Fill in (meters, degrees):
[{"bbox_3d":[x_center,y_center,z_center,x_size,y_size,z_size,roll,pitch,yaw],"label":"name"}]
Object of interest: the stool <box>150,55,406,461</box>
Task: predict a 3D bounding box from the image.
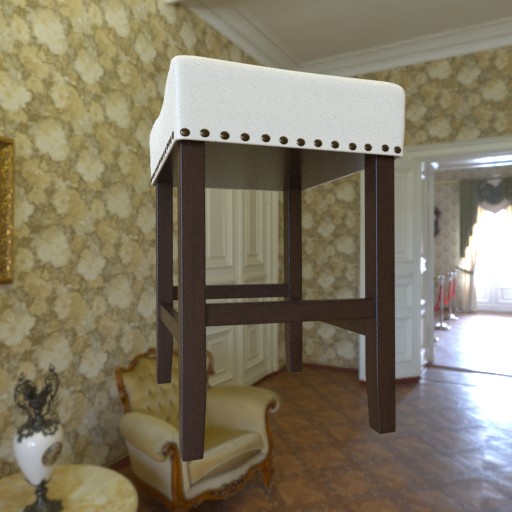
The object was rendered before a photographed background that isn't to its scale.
[{"bbox_3d":[0.000,0.000,0.919,0.401,0.609,0.471,0,0,-18],"label":"stool"}]
